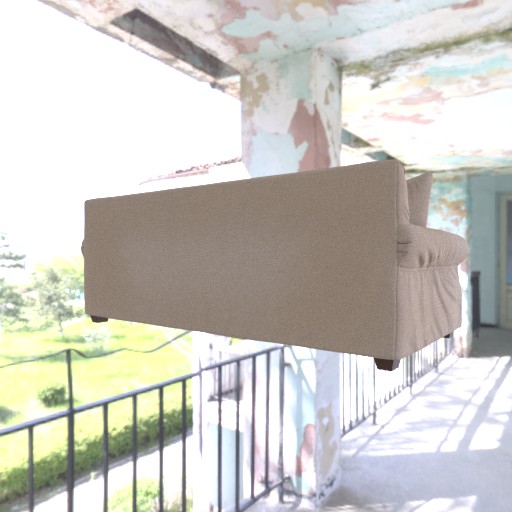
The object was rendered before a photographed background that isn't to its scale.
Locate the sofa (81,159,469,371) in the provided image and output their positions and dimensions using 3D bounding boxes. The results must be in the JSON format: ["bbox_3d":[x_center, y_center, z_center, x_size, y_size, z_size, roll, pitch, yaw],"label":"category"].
[{"bbox_3d":[0.000,0.000,2.752,2.285,0.904,1.067,0,0,37],"label":"sofa"}]
